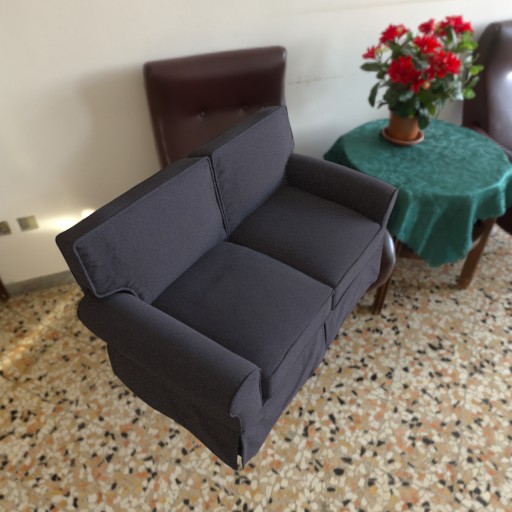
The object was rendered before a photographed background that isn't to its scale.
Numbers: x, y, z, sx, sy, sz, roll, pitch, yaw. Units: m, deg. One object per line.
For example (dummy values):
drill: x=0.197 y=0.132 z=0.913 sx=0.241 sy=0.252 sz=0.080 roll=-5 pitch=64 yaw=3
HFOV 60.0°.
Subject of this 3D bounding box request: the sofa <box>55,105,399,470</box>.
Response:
sofa: x=0.000 y=0.000 z=2.445 sx=0.997 sy=1.059 sz=1.801 roll=24 pitch=47 yaw=25
